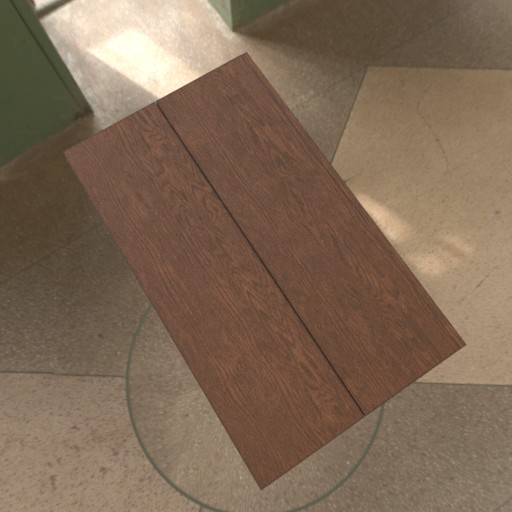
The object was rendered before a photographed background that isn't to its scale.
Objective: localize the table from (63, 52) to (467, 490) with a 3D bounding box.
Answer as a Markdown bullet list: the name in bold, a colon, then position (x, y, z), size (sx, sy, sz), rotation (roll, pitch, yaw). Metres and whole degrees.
- **table**: position (0.000, 0.000, 1.513), size (0.719, 0.361, 1.167), rotation (-32, 77, -8)
